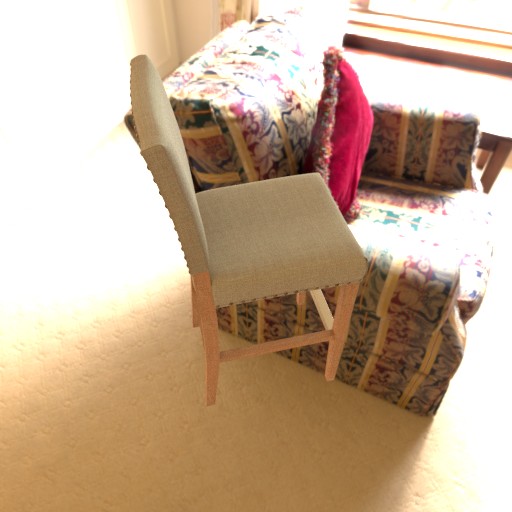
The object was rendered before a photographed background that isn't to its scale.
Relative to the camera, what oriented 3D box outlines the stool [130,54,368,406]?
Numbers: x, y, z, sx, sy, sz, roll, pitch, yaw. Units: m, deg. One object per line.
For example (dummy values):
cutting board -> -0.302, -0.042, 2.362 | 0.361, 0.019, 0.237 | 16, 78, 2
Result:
stool -> 0.000, 0.000, 1.478 | 0.585, 1.203, 0.445 | -10, 48, -9
